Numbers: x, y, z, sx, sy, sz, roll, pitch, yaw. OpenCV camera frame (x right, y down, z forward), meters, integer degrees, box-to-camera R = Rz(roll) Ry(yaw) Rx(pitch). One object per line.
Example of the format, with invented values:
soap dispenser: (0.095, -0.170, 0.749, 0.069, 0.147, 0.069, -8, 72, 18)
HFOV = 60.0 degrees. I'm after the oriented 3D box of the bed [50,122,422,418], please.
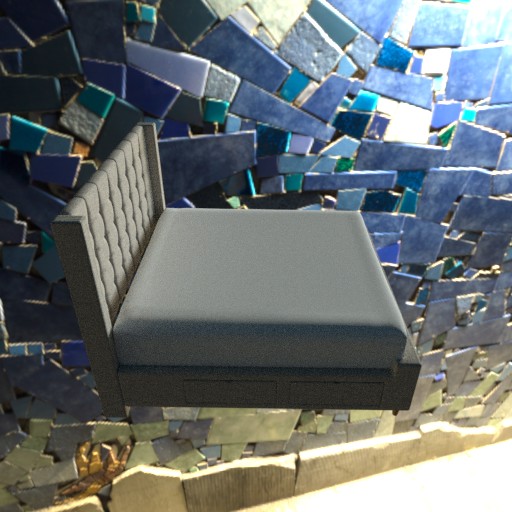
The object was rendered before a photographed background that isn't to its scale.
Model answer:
bed: (0.000, 0.000, 3.849, 2.372, 1.748, 2.044, 1, 32, 1)
